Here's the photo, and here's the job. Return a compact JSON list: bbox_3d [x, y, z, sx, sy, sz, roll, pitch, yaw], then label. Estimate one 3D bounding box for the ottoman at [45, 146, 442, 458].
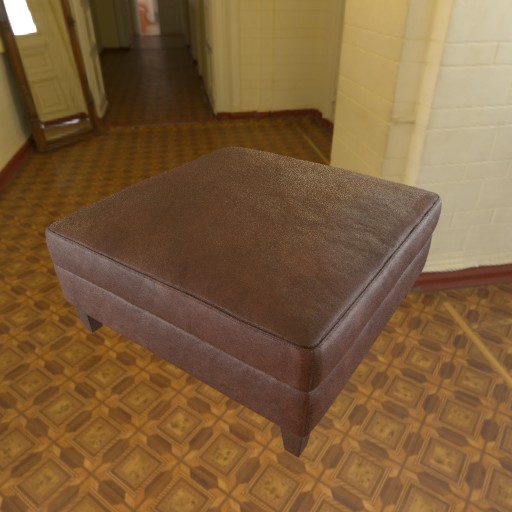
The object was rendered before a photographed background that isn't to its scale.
[{"bbox_3d":[0.000,0.000,1.327,0.844,0.415,0.836,21,38,29],"label":"ottoman"}]
